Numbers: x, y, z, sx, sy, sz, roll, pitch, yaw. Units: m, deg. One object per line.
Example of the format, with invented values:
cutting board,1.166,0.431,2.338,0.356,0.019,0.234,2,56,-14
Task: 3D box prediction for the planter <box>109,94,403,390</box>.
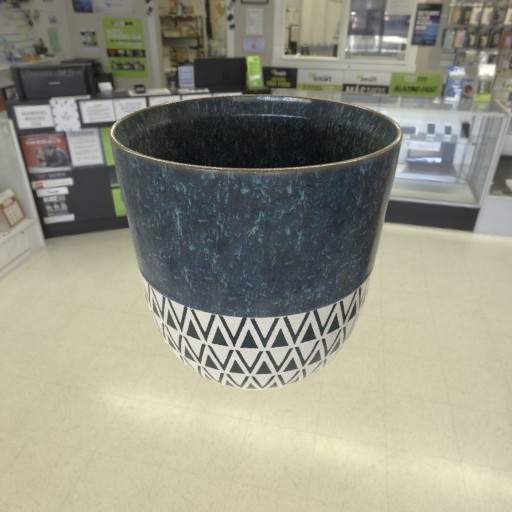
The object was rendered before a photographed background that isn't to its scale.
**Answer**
planter,0.000,0.000,0.359,0.195,0.214,0.195,0,31,0
